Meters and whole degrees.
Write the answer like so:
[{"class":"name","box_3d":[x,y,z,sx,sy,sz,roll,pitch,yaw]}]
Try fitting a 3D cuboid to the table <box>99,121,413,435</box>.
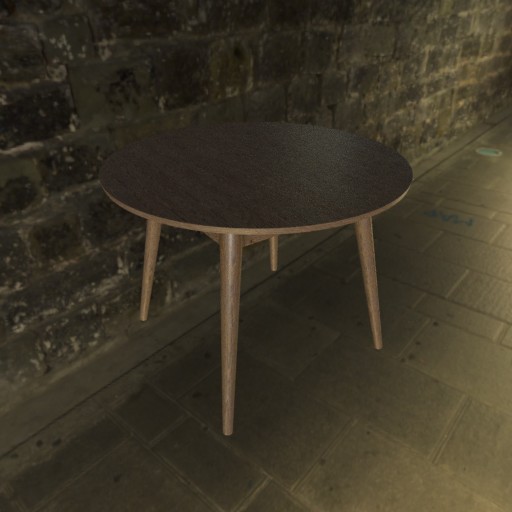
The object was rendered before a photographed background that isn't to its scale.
[{"class":"table","box_3d":[0.000,0.000,1.754,1.053,0.786,1.053,0,31,0]}]
